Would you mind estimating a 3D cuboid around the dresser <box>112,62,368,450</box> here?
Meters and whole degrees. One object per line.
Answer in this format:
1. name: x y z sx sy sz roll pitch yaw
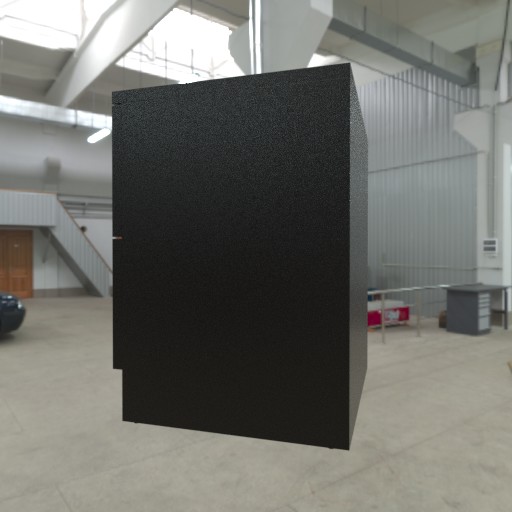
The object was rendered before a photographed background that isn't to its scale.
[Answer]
1. dresser: 0.000 0.000 0.778 0.360 0.470 0.400 0 1 17
